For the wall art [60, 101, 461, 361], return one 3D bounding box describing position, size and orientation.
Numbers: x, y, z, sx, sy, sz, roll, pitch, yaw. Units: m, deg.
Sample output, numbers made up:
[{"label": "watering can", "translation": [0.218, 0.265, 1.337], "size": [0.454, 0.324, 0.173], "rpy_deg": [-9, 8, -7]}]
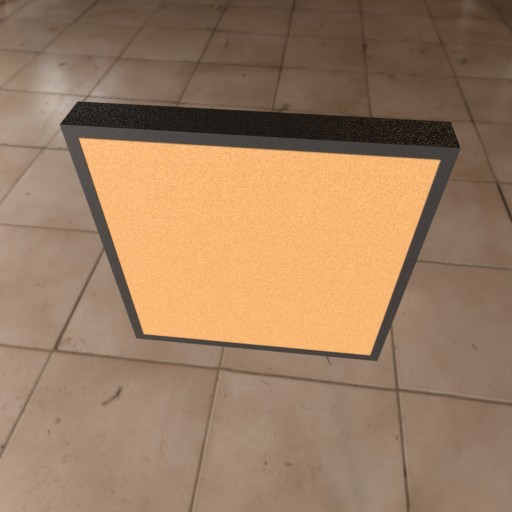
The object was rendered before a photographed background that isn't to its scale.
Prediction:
[{"label": "wall art", "translation": [0.000, 0.000, 0.457], "size": [0.304, 0.304, 0.038], "rpy_deg": [5, 47, 4]}]
